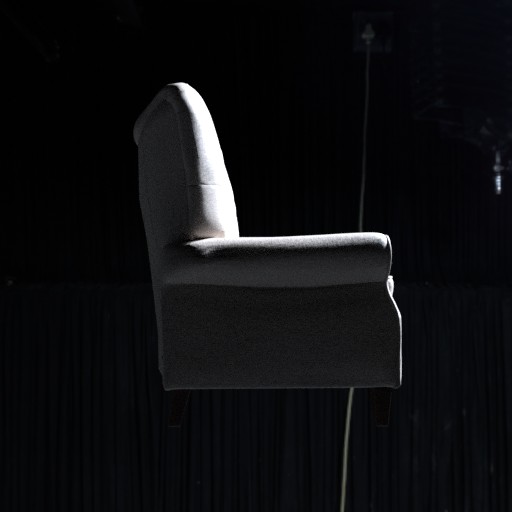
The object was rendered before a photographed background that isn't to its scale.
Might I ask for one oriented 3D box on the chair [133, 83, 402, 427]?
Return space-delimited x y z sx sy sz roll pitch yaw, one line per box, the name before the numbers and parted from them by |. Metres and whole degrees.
chair | 0.000 0.000 1.919 1.025 1.209 0.942 0 -1 -1
